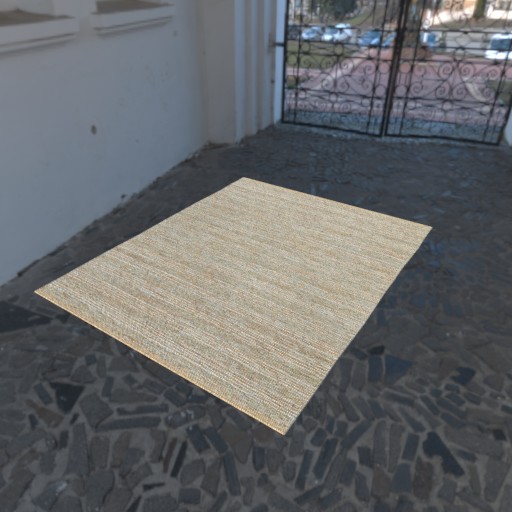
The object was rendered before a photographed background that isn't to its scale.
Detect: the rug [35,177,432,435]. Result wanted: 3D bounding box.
[{"bbox_3d":[0.000,0.000,4.213,2.471,0.012,3.034,20,37,28],"label":"rug"}]
